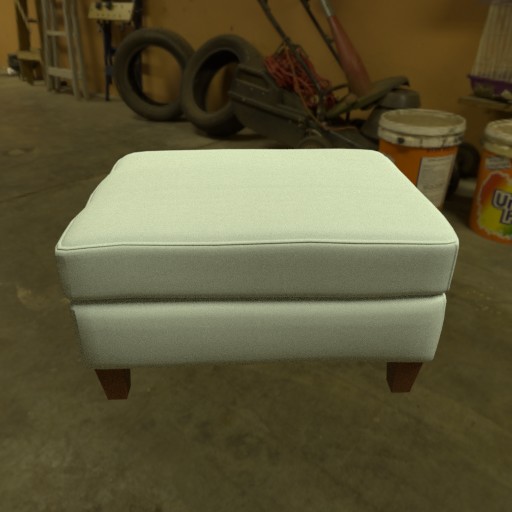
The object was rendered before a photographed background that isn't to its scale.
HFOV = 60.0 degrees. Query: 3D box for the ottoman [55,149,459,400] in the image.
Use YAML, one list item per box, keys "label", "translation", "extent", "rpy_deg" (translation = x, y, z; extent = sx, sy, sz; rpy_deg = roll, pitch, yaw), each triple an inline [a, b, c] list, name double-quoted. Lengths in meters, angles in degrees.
- label: "ottoman"
  translation: [0.000, 0.000, 1.210]
  extent: [0.818, 0.496, 0.634]
  rpy_deg: [-1, 30, -2]
